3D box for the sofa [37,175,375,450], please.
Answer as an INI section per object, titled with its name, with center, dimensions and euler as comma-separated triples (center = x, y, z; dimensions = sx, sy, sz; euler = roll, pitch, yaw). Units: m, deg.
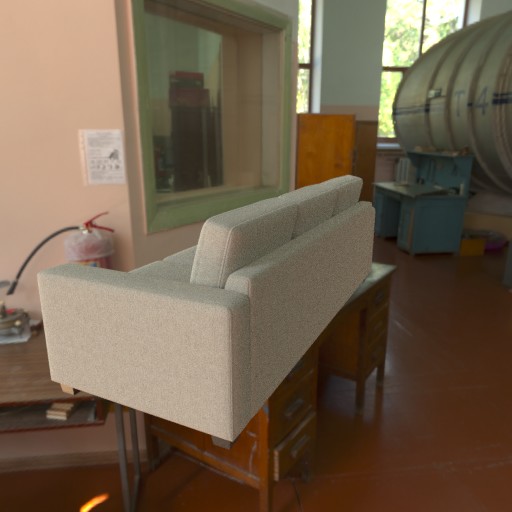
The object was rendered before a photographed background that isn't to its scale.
[sofa]
center = 0.000, 0.000, 2.525
dimensions = 0.900, 0.800, 2.160
euler = 8, 17, 25
